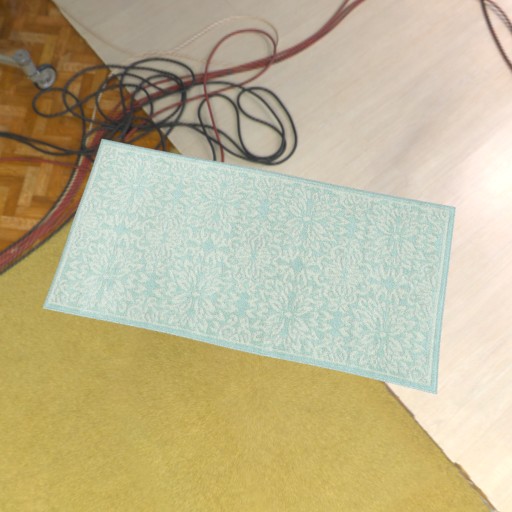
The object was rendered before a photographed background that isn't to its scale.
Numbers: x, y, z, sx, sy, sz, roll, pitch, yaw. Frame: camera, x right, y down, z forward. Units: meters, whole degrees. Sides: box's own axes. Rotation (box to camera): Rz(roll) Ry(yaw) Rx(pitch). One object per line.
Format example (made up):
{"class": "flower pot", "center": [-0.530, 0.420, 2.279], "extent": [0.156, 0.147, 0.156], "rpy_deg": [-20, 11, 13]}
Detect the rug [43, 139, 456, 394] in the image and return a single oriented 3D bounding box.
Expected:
{"class": "rug", "center": [0.000, 0.000, 1.415], "extent": [1.219, 0.007, 0.604], "rpy_deg": [12, 74, 3]}
